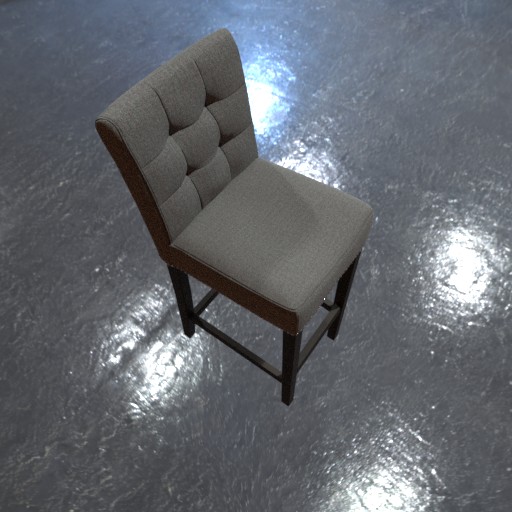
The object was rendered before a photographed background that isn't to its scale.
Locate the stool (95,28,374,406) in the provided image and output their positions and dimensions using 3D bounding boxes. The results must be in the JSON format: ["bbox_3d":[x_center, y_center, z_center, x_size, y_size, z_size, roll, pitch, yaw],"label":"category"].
[{"bbox_3d":[0.000,0.000,1.307,0.548,1.047,0.411,32,62,19],"label":"stool"}]
